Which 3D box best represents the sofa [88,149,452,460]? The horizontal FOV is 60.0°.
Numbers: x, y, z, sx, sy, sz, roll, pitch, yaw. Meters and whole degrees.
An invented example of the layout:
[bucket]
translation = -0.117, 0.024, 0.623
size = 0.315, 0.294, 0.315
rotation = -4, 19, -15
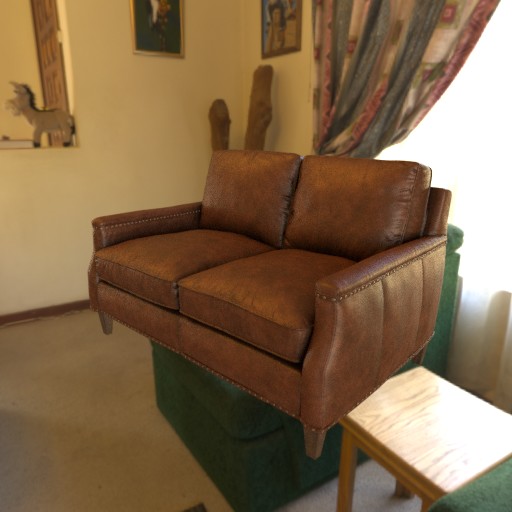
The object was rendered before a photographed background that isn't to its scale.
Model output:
[sofa]
translation = 0.000, 0.000, 2.264
size = 1.628, 1.003, 1.083
rotation = 15, 22, 41
